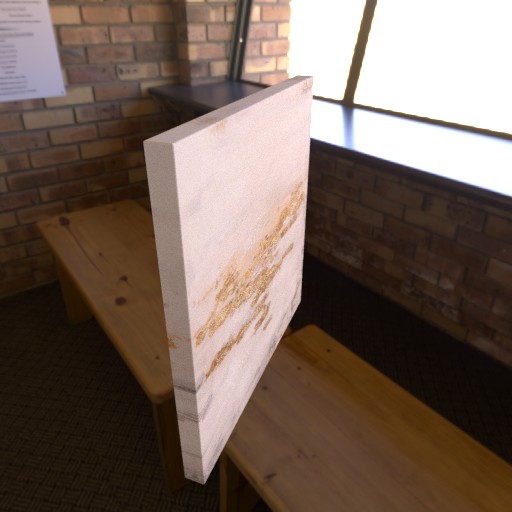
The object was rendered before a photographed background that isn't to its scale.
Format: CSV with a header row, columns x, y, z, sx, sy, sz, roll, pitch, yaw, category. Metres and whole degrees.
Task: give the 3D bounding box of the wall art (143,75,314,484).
x,y,z,sx,sy,sz,roll,pitch,yaw,category
0.000,0.000,0.898,0.040,0.613,0.611,11,31,19,wall art
